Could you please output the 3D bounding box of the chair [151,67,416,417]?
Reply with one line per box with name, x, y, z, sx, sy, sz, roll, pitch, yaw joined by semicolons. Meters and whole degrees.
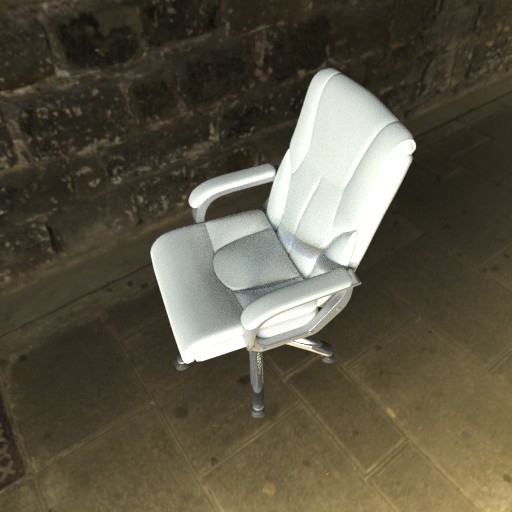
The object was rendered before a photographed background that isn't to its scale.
chair;0.000;0.000;1.597;0.738;1.120;0.687;-16;48;-14
